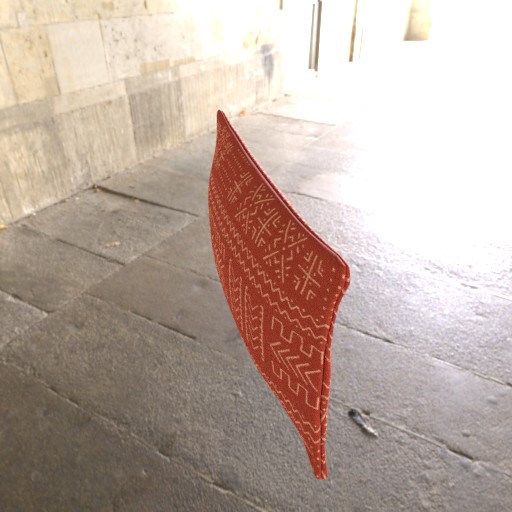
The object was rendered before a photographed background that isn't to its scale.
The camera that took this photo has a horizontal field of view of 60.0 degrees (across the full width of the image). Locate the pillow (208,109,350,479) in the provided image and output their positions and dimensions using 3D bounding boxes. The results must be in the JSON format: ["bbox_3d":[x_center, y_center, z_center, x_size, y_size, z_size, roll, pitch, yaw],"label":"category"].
[{"bbox_3d":[0.000,0.000,0.773,0.130,0.352,0.640,-8,33,-13],"label":"pillow"}]
